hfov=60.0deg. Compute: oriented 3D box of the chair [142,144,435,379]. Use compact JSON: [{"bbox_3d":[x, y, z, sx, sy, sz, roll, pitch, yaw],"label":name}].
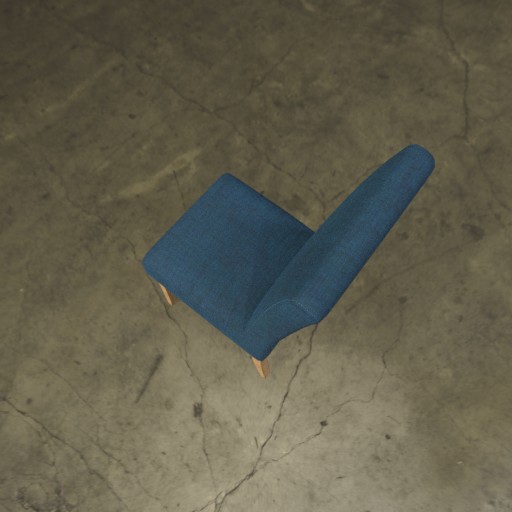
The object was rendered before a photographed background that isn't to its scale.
[{"bbox_3d":[0.000,0.000,1.356,0.610,1.029,0.450,35,70,15],"label":"chair"}]
